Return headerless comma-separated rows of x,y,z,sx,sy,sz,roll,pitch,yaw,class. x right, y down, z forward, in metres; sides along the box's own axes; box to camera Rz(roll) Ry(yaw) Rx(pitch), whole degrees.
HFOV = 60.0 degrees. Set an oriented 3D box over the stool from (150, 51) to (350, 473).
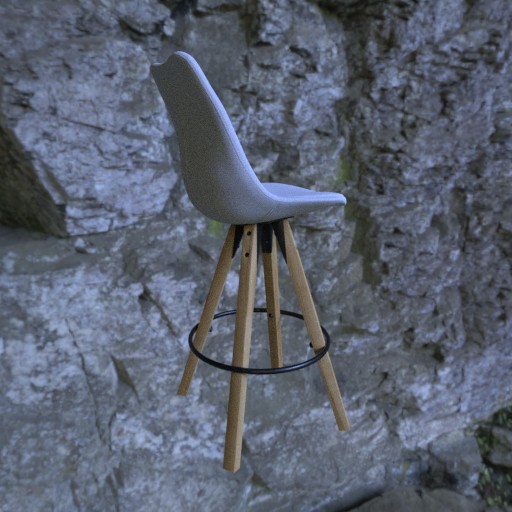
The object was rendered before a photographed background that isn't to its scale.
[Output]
0.000,0.000,1.397,0.550,1.115,0.484,-8,17,-27,stool
